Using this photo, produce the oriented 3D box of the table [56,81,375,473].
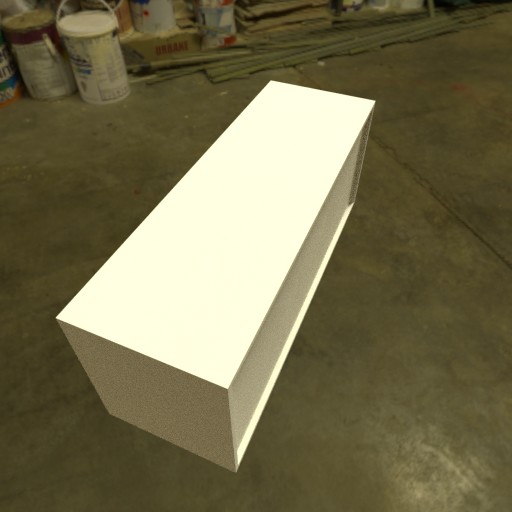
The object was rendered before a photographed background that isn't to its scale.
[{"bbox_3d":[0.000,0.000,1.850,0.508,0.769,1.500,17,49,16],"label":"table"}]
